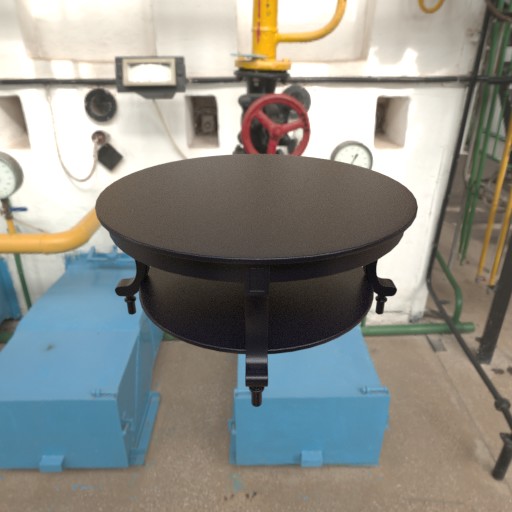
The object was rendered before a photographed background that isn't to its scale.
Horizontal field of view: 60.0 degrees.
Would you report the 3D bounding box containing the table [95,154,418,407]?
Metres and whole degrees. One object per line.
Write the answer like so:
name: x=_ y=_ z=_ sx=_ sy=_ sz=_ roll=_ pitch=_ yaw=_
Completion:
table: x=0.000 y=0.000 z=1.586 sx=1.029 sy=0.491 sz=1.029 roll=0 pitch=26 yaw=0
